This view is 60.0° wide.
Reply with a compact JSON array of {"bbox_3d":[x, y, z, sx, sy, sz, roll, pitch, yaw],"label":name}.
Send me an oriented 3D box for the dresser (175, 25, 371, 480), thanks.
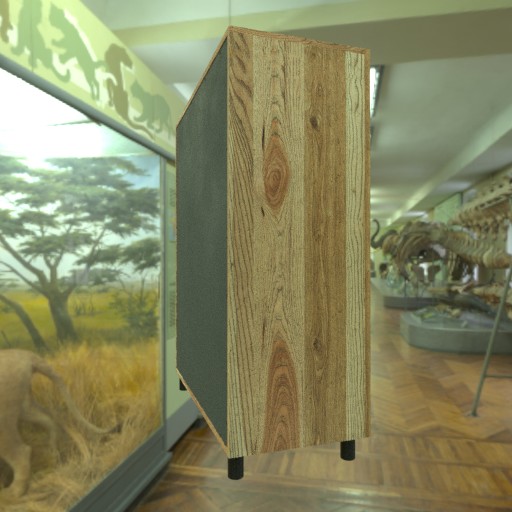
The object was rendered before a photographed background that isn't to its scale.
[{"bbox_3d":[0.000,0.000,1.727,0.480,1.243,0.966,0,0,-19],"label":"dresser"}]
